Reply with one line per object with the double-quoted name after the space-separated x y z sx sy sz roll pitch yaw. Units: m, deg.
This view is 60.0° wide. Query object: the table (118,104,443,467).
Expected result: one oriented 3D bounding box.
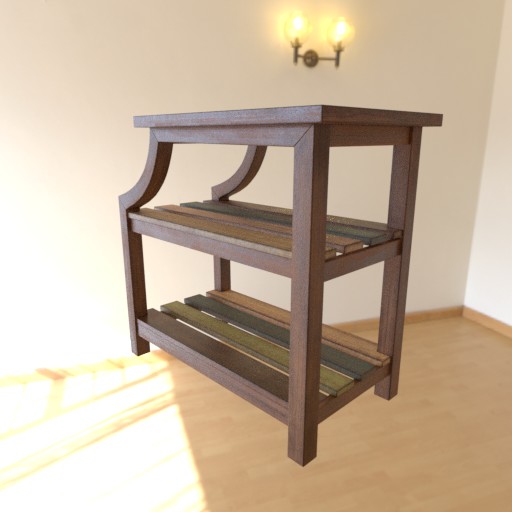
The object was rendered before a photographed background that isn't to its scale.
0.000 0.000 0.971 0.356 0.584 0.609 -14 21 -42 "table"
